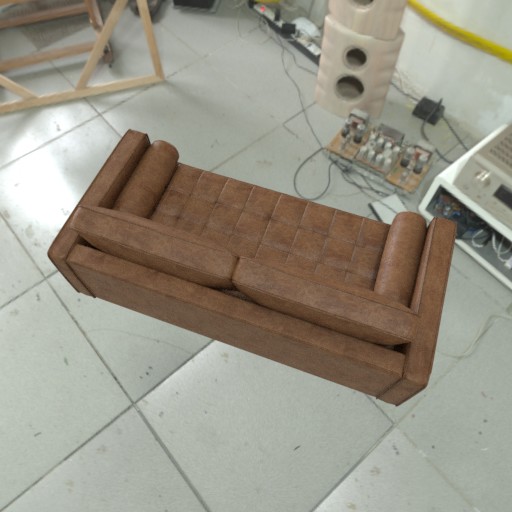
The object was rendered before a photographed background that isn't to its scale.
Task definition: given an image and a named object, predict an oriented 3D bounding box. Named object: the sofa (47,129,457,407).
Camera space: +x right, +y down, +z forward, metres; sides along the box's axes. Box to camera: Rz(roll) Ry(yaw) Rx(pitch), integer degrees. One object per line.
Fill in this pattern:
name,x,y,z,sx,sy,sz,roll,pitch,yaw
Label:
sofa,0.000,0.000,2.415,1.920,0.825,0.924,18,63,9
